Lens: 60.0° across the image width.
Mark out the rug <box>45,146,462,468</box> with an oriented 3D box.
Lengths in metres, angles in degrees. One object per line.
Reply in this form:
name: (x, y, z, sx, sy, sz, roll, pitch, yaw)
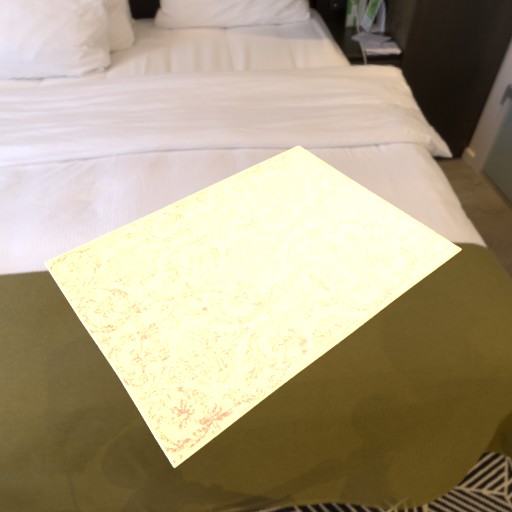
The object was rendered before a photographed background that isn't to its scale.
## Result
rug: (0.000, 0.000, 2.883, 2.202, 0.014, 1.598, -30, 53, -26)
